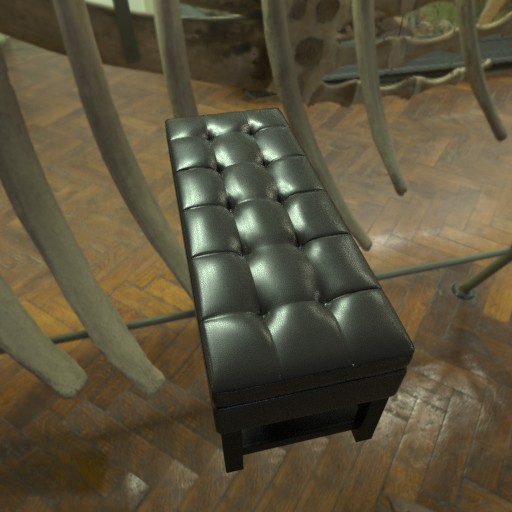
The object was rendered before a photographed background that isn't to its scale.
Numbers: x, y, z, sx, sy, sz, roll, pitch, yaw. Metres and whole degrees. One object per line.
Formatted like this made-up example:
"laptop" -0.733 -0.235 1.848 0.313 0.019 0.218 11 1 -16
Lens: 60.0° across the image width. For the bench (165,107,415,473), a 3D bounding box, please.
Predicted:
"bench" 0.000 0.000 1.390 0.432 0.460 1.105 -9 45 -9
